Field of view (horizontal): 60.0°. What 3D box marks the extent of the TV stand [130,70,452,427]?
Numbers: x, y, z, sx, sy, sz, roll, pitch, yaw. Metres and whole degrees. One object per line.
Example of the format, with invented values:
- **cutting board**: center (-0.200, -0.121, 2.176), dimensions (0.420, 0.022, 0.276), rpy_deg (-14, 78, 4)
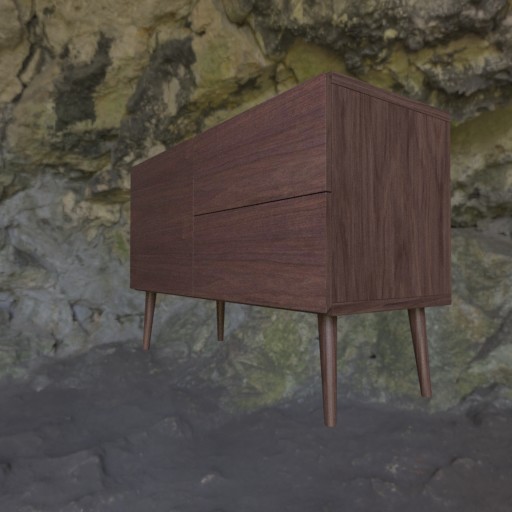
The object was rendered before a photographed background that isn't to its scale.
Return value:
- **TV stand**: center (0.000, 0.000, 1.312), dimensions (0.405, 0.660, 0.990), rpy_deg (1, -1, -36)
